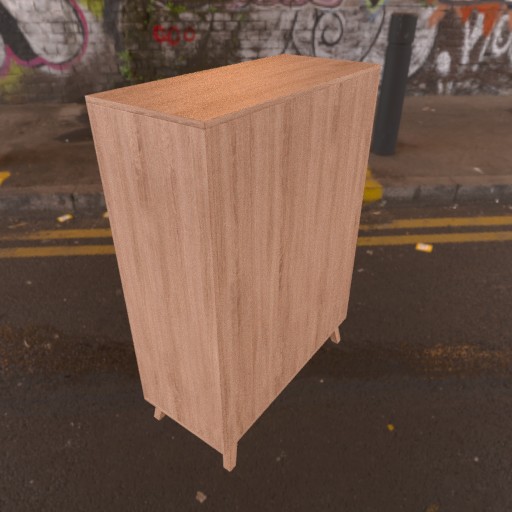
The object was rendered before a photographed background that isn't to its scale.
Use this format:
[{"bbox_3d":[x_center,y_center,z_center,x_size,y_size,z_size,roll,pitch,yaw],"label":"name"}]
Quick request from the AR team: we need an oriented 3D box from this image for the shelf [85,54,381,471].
[{"bbox_3d":[0.000,0.000,1.830,0.450,1.390,1.000,21,38,30],"label":"shelf"}]
